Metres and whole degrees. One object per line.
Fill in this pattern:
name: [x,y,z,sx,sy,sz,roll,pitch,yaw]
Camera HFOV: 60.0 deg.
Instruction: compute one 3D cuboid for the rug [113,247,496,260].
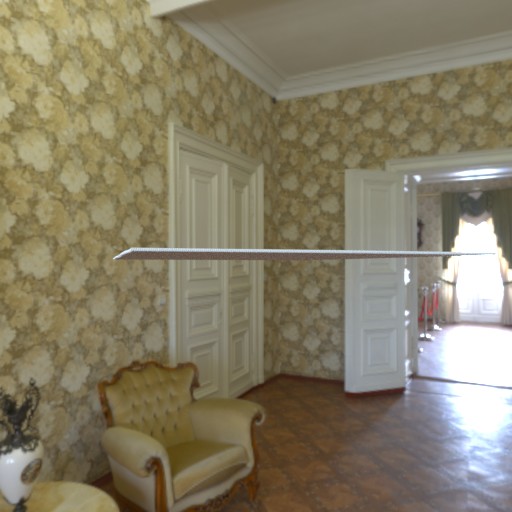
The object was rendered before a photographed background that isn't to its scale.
rug: [0.000,0.000,3.875,2.311,0.032,2.921,0,-1,-19]
